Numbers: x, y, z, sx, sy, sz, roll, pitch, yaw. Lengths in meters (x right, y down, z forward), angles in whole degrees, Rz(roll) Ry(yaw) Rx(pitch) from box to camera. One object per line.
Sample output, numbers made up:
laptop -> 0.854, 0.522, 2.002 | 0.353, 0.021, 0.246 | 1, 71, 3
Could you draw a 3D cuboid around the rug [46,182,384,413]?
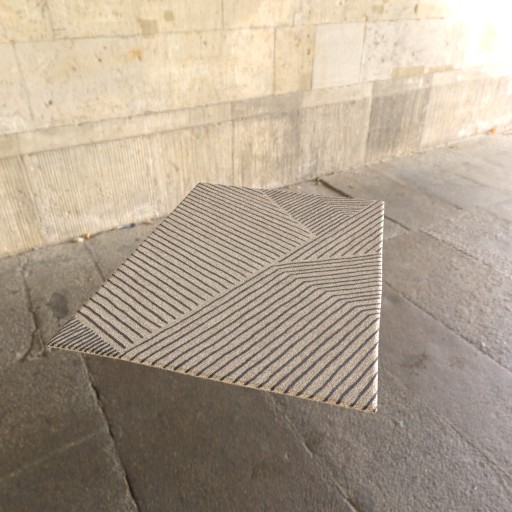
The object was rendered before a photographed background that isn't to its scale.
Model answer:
rug -> 0.000, 0.000, 3.305 | 1.829, 0.028, 2.449 | 8, 33, 12
